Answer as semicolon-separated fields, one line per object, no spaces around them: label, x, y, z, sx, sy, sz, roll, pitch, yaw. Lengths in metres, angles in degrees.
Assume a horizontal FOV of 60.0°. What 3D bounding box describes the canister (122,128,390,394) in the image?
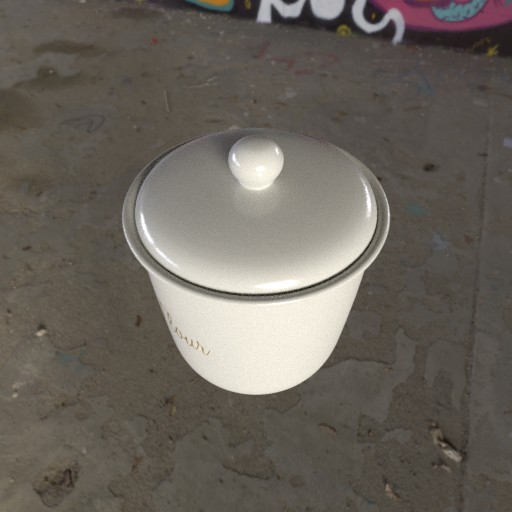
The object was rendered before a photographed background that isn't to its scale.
canister;0.000;0.000;0.349;0.182;0.208;0.182;0;47;0
